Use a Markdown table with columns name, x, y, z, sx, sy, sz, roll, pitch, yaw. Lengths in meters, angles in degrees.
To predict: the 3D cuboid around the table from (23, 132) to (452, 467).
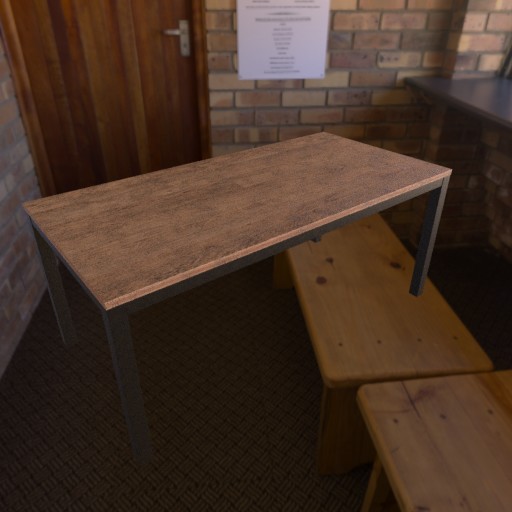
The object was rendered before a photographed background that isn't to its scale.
| name | x | y | z | sx | sy | sz | roll | pitch | yaw |
| --- | --- | --- | --- | --- | --- | --- | --- | --- | --- |
| table | 0.000 | 0.000 | 2.244 | 1.805 | 0.767 | 0.893 | -22 | 37 | -32 |
